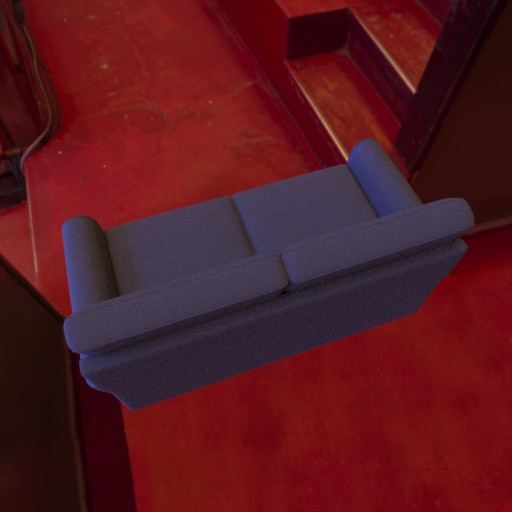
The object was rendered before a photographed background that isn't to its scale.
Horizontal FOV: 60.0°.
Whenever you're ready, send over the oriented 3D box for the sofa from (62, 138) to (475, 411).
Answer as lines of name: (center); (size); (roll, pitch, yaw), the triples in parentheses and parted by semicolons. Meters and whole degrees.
sofa: (0.000, 0.000, 2.432); (1.930, 1.020, 0.940); (-17, 60, -10)
